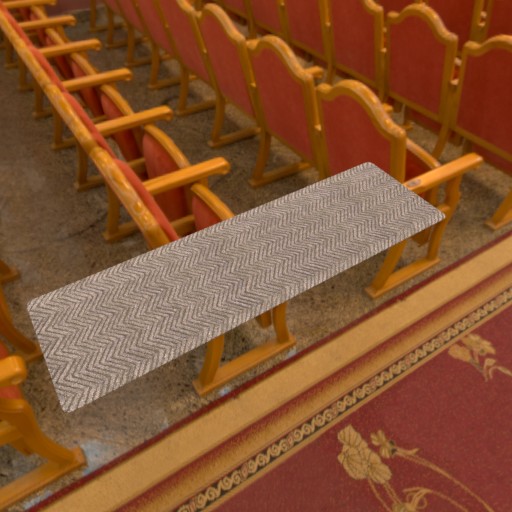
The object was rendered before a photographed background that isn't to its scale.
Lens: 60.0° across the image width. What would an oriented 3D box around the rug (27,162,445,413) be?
[{"bbox_3d":[0.000,0.000,2.433,2.286,0.008,0.686,-25,51,-22],"label":"rug"}]
